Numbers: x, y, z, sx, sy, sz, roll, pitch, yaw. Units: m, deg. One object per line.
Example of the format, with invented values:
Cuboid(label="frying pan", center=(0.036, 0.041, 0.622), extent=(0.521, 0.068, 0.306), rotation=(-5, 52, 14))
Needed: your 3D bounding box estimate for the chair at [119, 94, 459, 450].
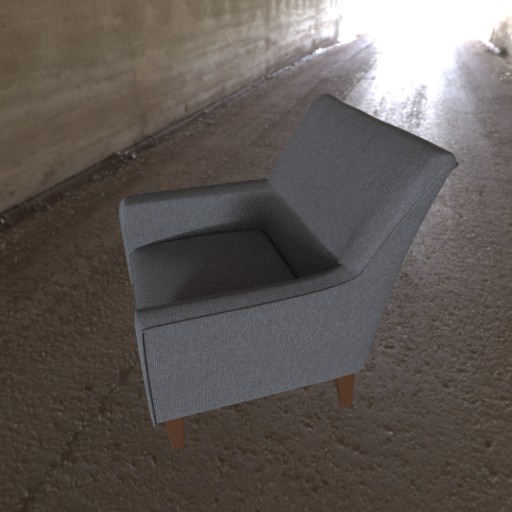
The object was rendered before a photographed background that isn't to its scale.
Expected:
Cuboid(label="chair", center=(0.000, 0.000, 1.579), extent=(0.899, 0.919, 0.780), rotation=(-9, 33, -15))
